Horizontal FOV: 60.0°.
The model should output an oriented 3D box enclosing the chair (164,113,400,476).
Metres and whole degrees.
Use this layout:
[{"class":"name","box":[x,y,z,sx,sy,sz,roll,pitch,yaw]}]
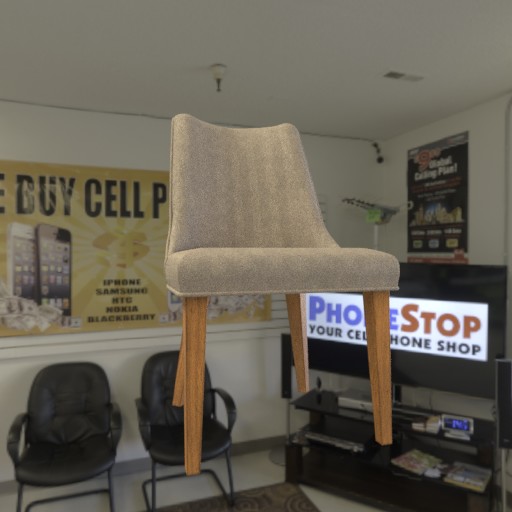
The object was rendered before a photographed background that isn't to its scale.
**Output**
[{"class":"chair","box":[0.000,0.000,1.299,0.548,0.916,0.636,0,1,-18]}]
